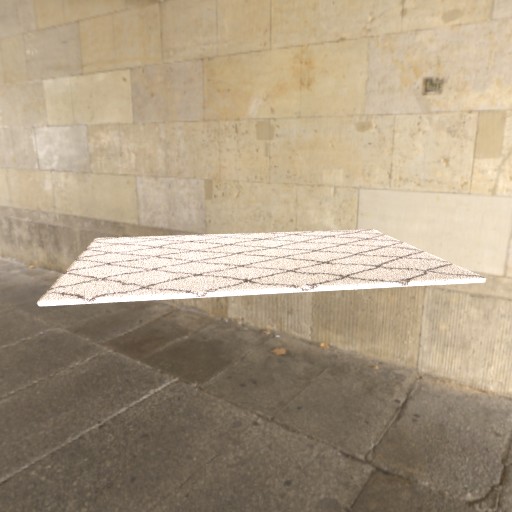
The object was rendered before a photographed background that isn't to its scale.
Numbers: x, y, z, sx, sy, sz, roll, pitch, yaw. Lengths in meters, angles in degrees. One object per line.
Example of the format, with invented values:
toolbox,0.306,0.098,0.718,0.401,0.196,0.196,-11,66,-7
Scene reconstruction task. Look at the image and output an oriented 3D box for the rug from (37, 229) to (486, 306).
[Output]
rug,0.000,0.000,3.497,2.743,0.030,1.778,-2,14,-9
